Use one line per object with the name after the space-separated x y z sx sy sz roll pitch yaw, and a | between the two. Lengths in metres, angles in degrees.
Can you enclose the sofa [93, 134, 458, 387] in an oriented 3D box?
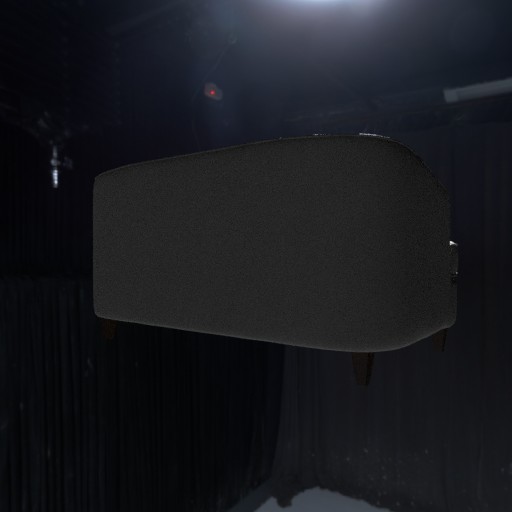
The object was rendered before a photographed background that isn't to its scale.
0.000 0.000 2.224 1.731 0.878 0.940 0 1 36 | sofa
